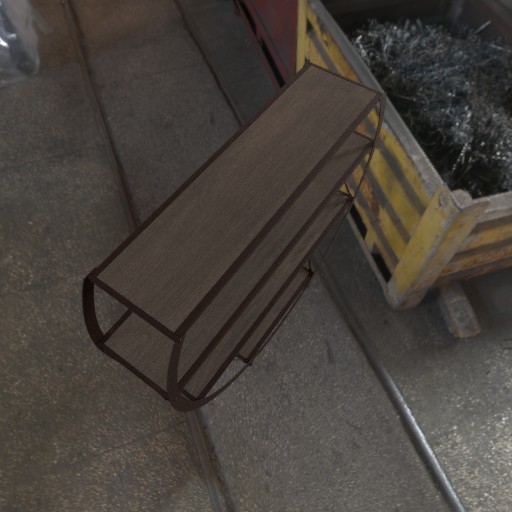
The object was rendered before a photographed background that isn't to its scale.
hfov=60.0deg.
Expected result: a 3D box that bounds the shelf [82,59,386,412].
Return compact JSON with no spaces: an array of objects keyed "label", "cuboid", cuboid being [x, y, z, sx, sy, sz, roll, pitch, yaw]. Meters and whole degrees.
[{"label":"shelf","cuboid":[0.000,0.000,1.914,0.344,1.063,1.403,31,64,17]}]
